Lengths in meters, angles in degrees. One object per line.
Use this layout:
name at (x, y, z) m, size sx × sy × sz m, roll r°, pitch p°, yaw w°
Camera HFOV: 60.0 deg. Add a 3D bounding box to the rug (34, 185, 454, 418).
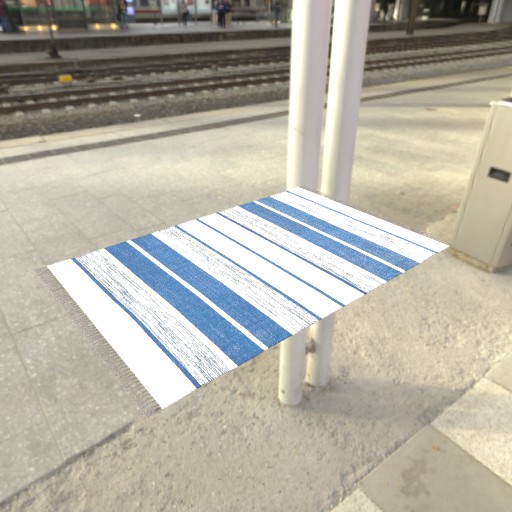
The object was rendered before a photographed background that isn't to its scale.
rug at (0.000, 0.000, 3.013) m, size 2.441 × 0.010 × 1.532 m, roll -22°, pitch 36°, yaw -34°
